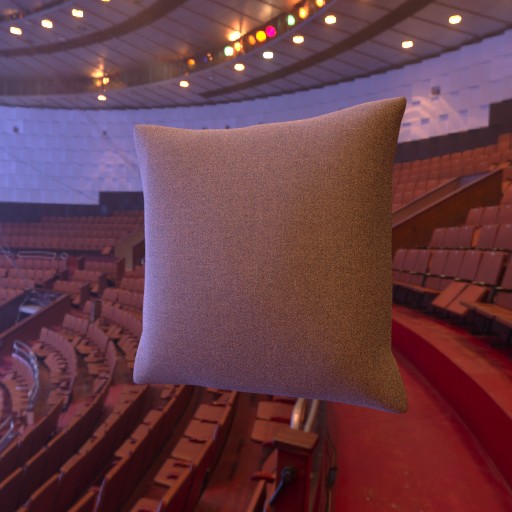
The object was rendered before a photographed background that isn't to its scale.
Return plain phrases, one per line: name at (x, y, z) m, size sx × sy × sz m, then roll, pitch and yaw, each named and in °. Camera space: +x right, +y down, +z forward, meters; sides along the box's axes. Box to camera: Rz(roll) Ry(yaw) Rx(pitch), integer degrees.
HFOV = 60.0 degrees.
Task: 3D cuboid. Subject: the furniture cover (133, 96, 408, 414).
furniture cover at (0.000, 0.000, 0.788) m, size 0.512 × 0.506 × 0.178 m, roll 0°, pitch 1°, yaw 19°
